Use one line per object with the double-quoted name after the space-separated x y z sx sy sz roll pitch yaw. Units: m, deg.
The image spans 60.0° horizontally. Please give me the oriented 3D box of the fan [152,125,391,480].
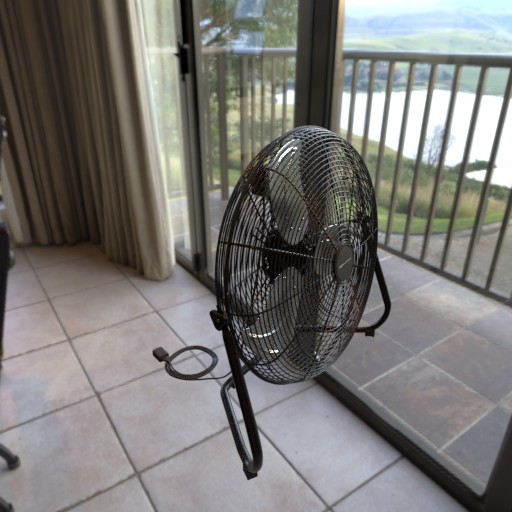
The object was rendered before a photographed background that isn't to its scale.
0.000 0.000 0.925 0.424 0.546 0.555 19 32 32 "fan"
